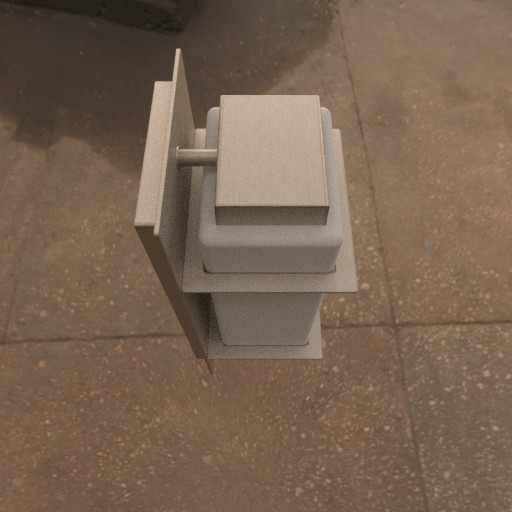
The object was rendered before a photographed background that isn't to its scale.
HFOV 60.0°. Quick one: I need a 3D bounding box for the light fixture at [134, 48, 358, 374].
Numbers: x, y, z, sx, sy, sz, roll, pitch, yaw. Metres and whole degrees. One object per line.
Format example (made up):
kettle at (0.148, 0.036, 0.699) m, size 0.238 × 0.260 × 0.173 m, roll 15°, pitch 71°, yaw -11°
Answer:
light fixture at (0.000, 0.000, 0.474) m, size 0.160 × 0.380 × 0.168 m, roll 0°, pitch 63°, yaw 0°
